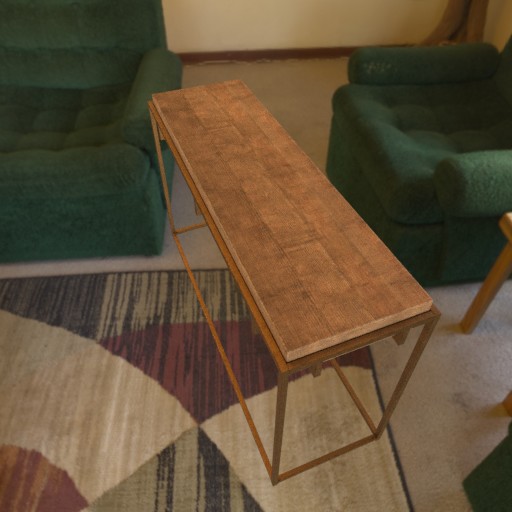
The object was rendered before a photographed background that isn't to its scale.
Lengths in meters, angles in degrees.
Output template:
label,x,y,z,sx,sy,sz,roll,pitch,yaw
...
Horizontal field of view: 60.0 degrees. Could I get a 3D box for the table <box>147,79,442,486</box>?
label,x,y,z,sx,sy,sz,roll,pitch,yaw
table,0.000,0.000,1.775,0.440,0.820,1.400,-16,48,-15
